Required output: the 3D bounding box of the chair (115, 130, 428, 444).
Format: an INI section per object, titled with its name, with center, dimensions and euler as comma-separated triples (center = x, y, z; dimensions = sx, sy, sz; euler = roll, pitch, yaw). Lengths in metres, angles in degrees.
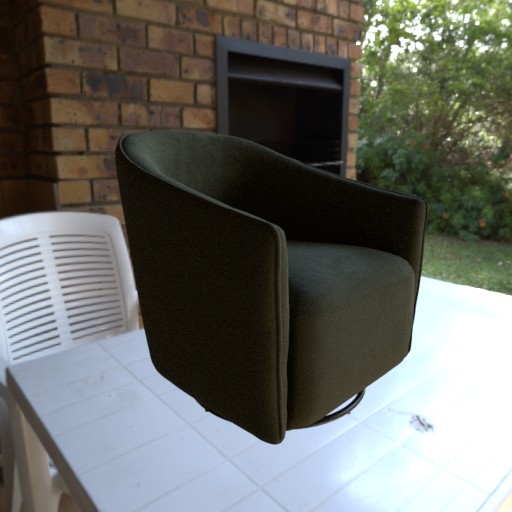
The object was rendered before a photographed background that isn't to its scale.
[chair]
center = 0.000, 0.000, 1.429
dimensions = 0.875, 0.799, 0.747
euler = 13, 19, 43
